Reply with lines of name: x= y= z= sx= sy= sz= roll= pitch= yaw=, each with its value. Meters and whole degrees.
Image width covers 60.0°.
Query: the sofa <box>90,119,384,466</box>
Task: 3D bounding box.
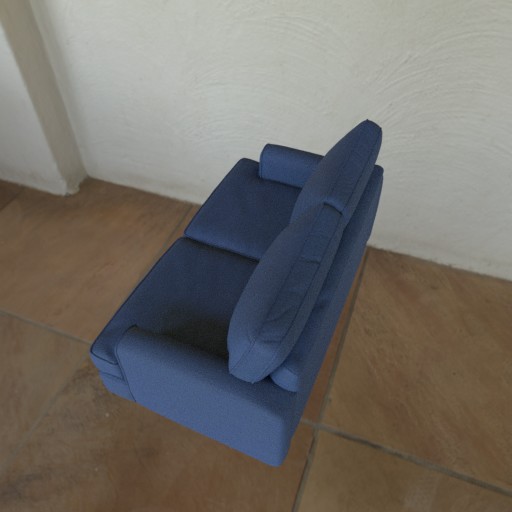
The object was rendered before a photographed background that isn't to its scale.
sofa: x=0.000 y=0.000 z=2.298 sx=0.965 sy=0.965 sz=1.651 roll=18 pitch=50 yaw=16
